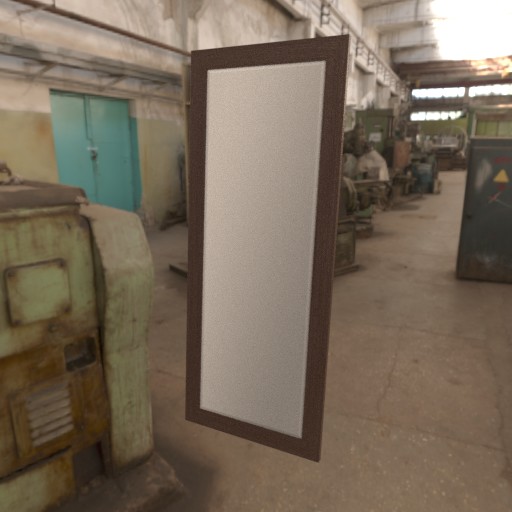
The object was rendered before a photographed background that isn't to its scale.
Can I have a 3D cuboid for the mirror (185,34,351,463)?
[{"bbox_3d":[0.000,0.000,2.256,0.812,2.020,0.221,7,16,25],"label":"mirror"}]
